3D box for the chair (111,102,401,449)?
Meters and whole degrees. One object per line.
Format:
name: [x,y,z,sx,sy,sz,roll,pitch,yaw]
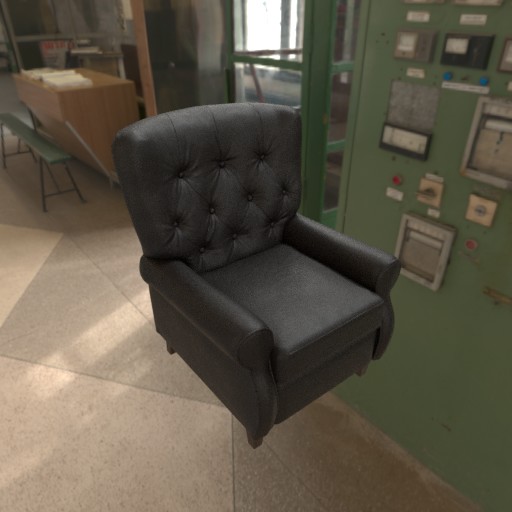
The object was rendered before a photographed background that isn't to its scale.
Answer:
chair: [0.000,0.000,1.972,0.948,1.158,1.058,-21,36,-32]
